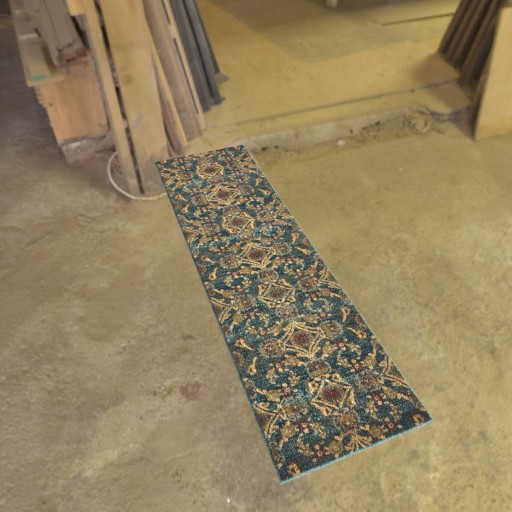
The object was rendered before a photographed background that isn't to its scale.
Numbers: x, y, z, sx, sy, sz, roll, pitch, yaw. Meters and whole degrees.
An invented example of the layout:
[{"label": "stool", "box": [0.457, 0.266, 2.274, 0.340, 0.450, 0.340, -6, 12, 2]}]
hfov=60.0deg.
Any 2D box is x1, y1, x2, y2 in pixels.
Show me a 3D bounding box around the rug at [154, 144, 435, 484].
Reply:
[{"label": "rug", "box": [0.000, 0.000, 2.474, 0.685, 0.014, 2.292, -15, 47, -15]}]
